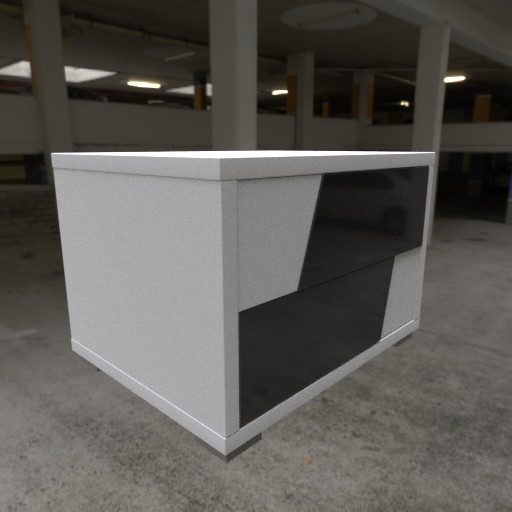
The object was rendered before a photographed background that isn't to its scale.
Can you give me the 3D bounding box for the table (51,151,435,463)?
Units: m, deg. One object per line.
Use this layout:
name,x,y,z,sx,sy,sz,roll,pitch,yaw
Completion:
table,0.000,0.000,0.788,0.399,0.357,0.517,13,19,42
